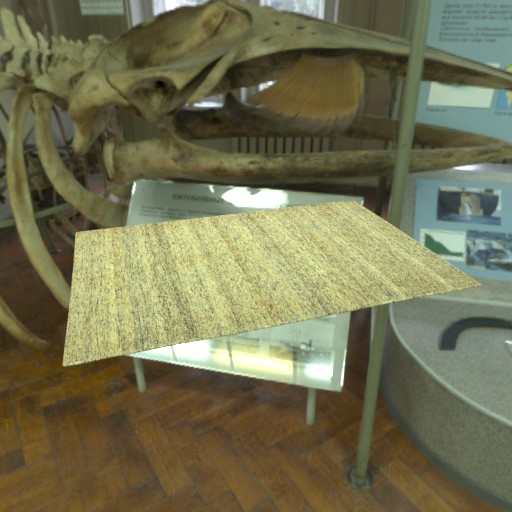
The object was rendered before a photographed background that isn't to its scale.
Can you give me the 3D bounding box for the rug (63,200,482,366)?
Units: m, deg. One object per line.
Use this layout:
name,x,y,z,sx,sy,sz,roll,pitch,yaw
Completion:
rug,0.000,0.000,2.357,1.846,0.014,1.243,-8,28,-16
